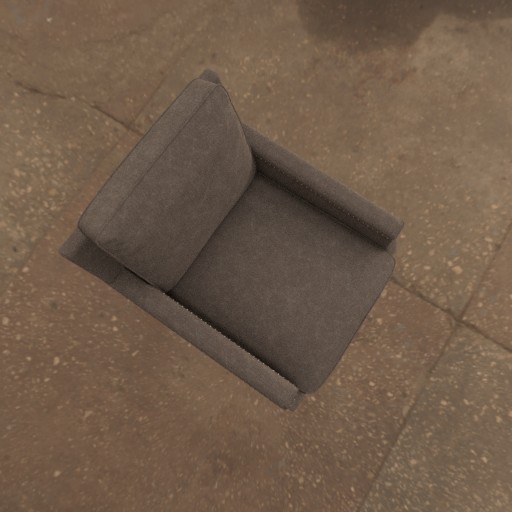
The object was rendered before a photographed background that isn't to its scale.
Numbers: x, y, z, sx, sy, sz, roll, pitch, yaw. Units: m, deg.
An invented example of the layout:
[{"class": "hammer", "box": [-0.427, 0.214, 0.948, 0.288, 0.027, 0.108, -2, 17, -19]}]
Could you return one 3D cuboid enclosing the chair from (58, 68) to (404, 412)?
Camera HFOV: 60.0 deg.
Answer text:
[{"class": "chair", "box": [0.000, 0.000, 1.782, 1.014, 0.948, 0.853, 34, 79, 8]}]
